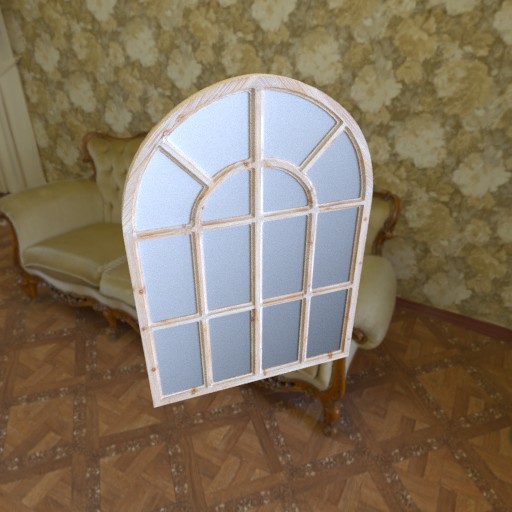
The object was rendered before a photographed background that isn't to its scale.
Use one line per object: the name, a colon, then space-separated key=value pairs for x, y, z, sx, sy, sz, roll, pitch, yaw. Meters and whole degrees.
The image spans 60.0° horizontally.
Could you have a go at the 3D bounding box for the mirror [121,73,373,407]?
mirror: x=0.000 y=0.000 z=1.198 sx=0.660 sy=0.920 sz=0.032 roll=-10 pitch=33 yaw=-16
